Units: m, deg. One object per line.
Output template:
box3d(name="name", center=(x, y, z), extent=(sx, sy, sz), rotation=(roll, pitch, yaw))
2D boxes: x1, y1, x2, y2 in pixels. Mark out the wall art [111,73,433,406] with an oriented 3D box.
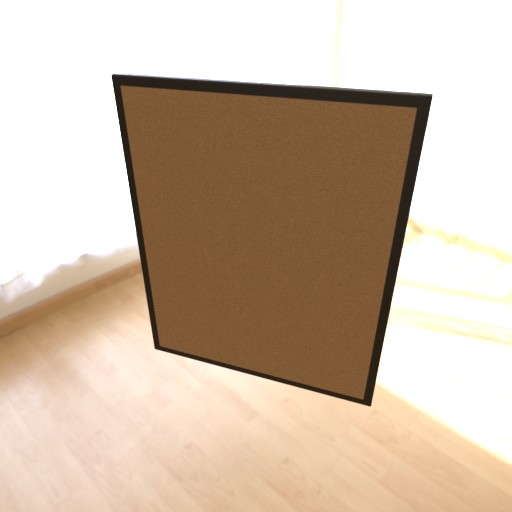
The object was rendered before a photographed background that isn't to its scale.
box3d(name="wall art", center=(0.000, 0.000, 0.787), extent=(0.481, 0.582, 0.018), rotation=(10, 33, 17))
